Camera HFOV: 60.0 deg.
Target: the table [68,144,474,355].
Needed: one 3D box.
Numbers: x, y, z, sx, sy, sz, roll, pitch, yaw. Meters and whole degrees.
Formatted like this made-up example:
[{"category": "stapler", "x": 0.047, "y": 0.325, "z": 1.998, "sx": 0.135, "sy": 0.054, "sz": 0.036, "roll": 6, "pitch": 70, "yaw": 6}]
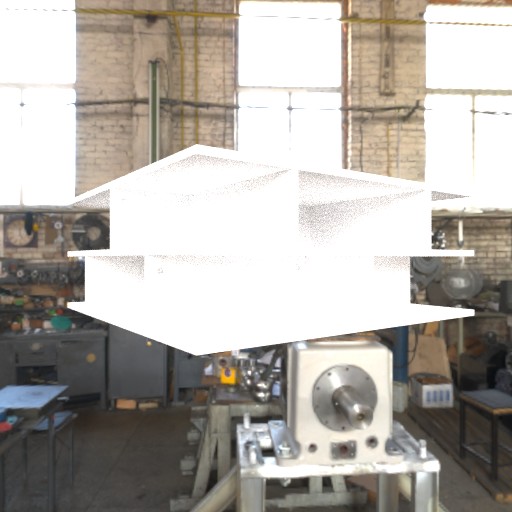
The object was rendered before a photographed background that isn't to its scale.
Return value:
[{"category": "table", "x": 0.000, "y": 0.000, "z": 1.072, "sx": 0.700, "sy": 0.289, "sz": 0.700, "roll": 0, "pitch": 0, "yaw": -36}]
